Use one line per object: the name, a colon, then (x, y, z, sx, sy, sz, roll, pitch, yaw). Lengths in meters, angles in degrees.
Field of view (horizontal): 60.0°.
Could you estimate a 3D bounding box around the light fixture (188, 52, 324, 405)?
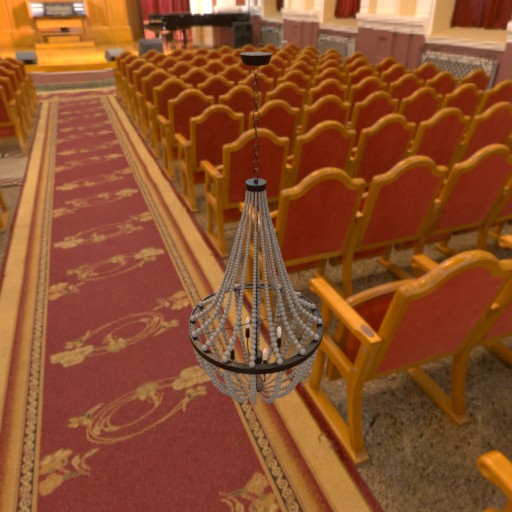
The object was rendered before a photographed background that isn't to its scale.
light fixture: (0.000, 0.000, 1.357, 0.450, 1.133, 0.450, 0, 30, 0)
